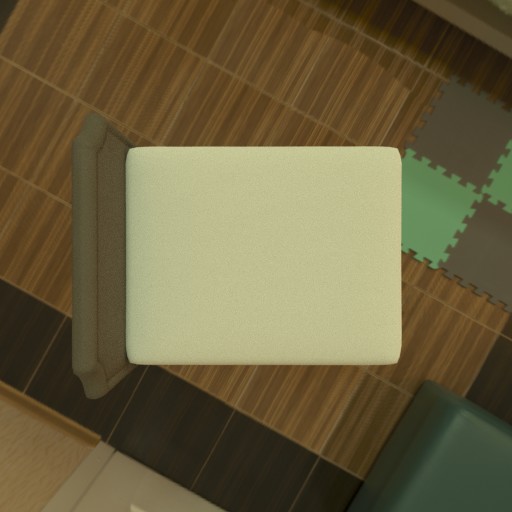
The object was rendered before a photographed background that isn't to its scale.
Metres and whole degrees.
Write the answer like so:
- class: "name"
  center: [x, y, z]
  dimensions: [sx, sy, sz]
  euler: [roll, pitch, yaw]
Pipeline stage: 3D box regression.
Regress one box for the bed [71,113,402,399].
- class: "bed"
  center: [0.000, 0.000, 3.232]
  dimensions: [2.181, 1.297, 1.831]
  euler: [0, 90, 0]
